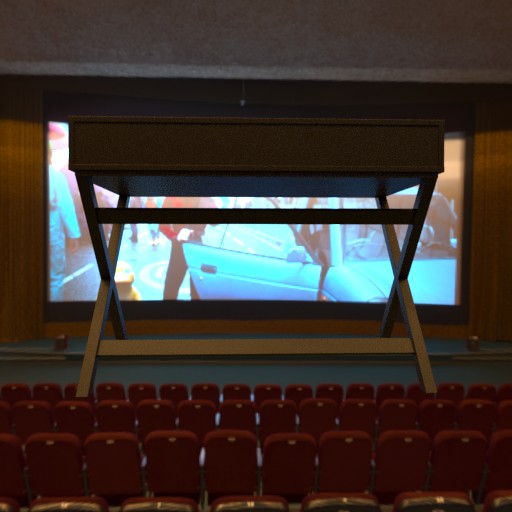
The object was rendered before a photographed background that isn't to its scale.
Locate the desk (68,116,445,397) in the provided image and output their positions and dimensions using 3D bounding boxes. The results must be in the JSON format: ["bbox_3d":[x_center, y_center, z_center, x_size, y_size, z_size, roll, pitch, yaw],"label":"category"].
[{"bbox_3d":[0.000,0.000,1.499,1.057,0.780,0.504,0,1,-2],"label":"desk"}]
